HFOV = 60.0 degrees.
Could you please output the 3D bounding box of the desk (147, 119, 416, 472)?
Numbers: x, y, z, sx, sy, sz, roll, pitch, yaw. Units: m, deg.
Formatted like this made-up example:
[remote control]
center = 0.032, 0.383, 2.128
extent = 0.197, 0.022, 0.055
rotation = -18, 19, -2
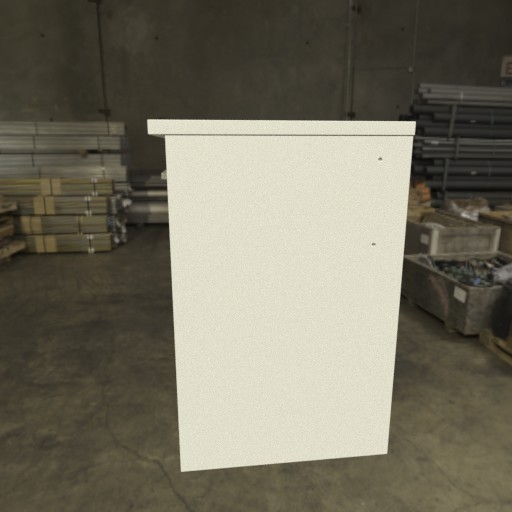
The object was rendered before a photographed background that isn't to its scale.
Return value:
[desk]
center = 0.000, 0.000, 1.329
extent = 0.498, 0.729, 0.900
rotation = -2, 14, -7
